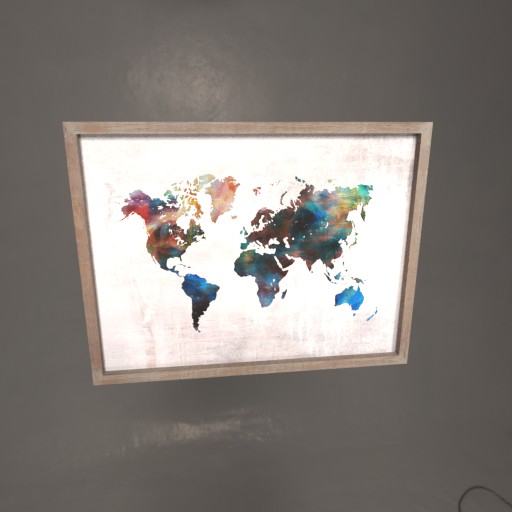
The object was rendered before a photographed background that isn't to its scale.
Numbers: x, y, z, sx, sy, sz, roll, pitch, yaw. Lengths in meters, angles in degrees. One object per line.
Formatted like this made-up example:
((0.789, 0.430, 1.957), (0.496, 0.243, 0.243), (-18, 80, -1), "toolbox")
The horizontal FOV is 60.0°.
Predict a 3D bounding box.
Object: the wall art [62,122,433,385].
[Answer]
((0.000, 0.000, 1.744), (1.320, 1.009, 0.070), (-2, 17, -7), "wall art")
